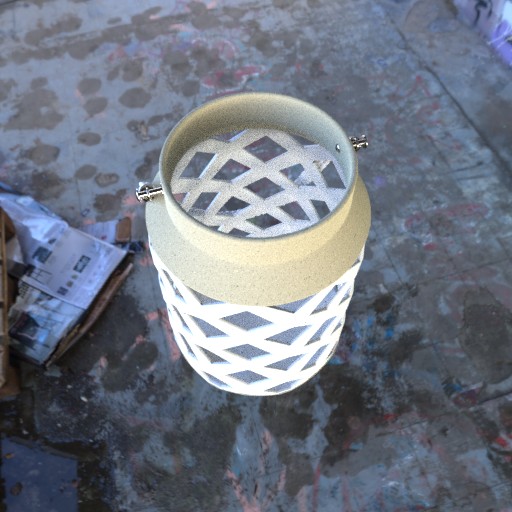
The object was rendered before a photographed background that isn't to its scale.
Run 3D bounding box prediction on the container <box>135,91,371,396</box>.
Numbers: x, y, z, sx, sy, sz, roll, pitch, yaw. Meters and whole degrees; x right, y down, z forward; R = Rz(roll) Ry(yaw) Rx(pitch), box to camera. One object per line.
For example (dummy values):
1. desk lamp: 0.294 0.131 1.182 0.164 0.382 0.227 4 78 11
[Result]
1. container: 0.000 0.000 0.395 0.188 0.264 0.198 -15 61 -9
